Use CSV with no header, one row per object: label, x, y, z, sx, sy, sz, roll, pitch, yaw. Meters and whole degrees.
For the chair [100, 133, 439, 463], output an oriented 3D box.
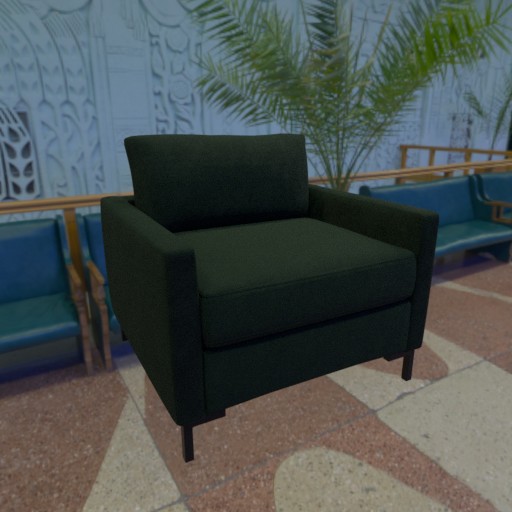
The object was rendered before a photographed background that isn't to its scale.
chair,0.000,0.000,1.642,0.963,0.861,0.866,-9,20,-27
